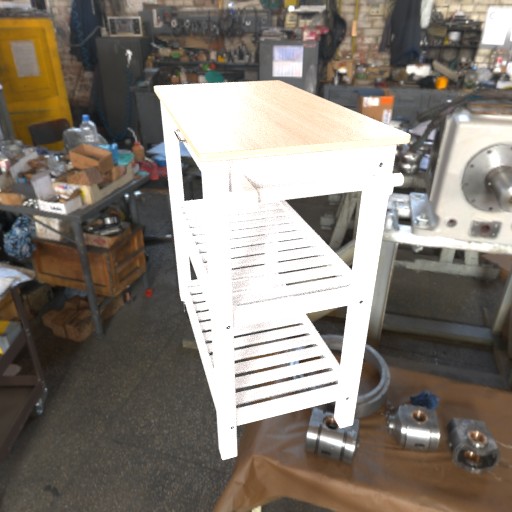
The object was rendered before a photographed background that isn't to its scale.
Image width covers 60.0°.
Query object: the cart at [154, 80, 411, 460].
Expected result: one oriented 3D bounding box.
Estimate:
[{"bbox_3d":[0.000,0.000,1.429,0.457,0.927,0.899,-9,31,-15],"label":"cart"}]
